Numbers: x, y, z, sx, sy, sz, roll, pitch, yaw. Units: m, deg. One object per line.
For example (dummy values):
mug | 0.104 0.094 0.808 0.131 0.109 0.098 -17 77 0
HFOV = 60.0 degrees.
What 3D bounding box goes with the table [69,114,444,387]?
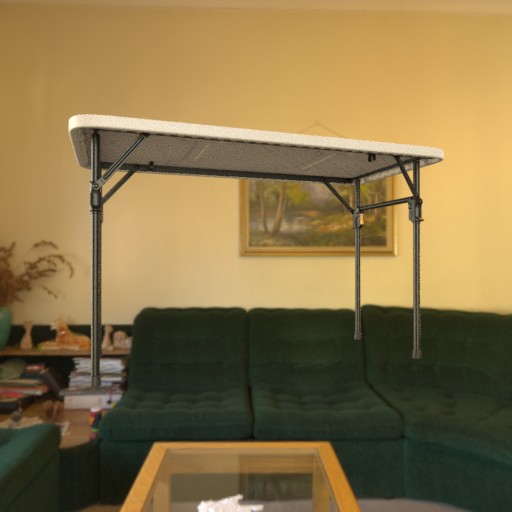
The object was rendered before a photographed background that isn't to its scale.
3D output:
table | 0.000 0.000 1.599 1.219 0.729 0.610 0 0 -19
